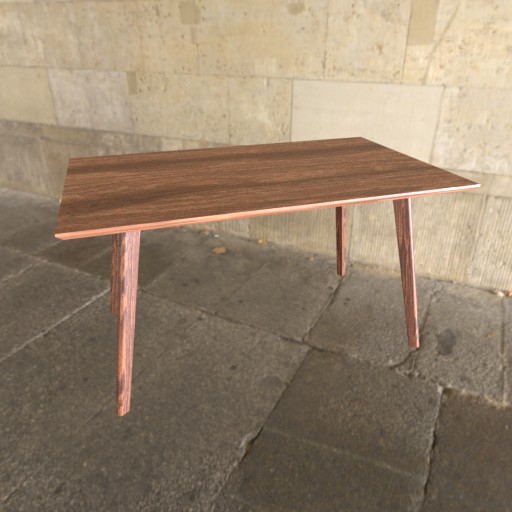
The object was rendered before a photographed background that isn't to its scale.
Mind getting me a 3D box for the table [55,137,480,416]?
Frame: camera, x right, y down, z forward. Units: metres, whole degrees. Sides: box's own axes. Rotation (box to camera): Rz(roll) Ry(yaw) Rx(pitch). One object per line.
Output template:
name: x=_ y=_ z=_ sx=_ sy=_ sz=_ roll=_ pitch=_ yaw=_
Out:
table: x=0.000 y=0.000 z=1.827 sx=1.349 sy=0.724 sz=0.801 roll=-8 pitch=28 yaw=-16
